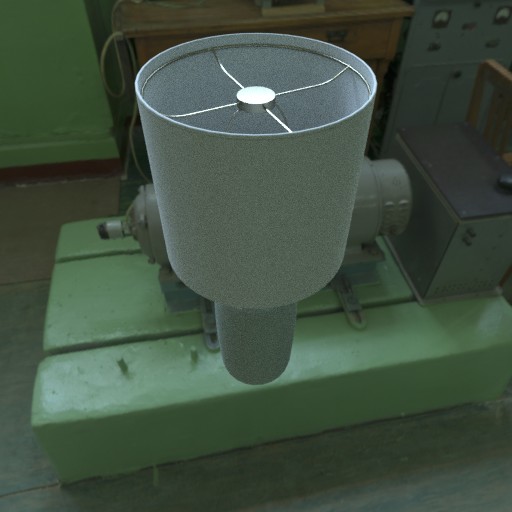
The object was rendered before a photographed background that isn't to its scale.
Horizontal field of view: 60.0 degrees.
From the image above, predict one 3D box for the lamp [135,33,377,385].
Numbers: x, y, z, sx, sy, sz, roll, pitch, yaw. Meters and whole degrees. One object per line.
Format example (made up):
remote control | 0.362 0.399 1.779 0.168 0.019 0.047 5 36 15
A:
lamp | 0.000 0.000 0.578 0.220 0.475 0.220 -9 46 -9
